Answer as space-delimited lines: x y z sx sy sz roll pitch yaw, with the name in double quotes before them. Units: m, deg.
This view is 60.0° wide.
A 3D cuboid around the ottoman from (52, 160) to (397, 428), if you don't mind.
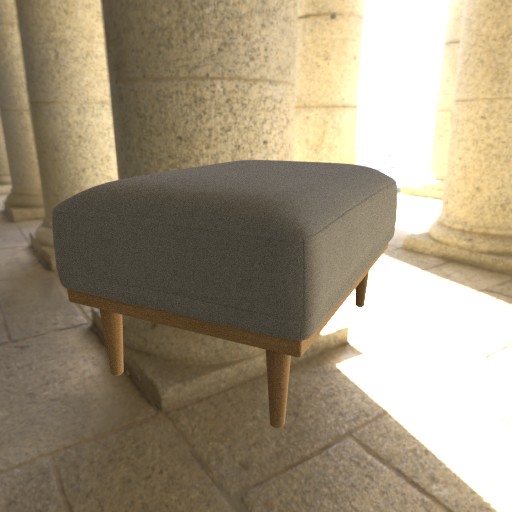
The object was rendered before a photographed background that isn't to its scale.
"ottoman" 0.000 0.000 1.089 0.549 0.428 0.749 8 19 25
